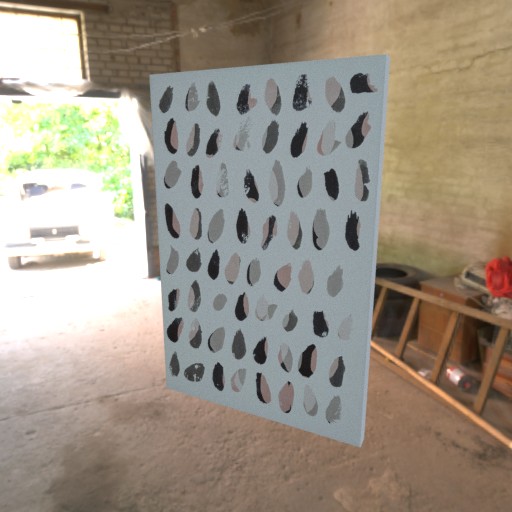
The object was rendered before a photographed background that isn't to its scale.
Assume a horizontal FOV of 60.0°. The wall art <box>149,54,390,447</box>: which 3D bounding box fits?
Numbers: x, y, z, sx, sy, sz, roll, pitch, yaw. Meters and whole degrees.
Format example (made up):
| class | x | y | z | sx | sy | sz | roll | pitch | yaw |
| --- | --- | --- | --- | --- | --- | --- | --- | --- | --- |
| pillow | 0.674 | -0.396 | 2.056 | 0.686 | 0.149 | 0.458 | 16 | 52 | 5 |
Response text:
| class | x | y | z | sx | sy | sz | roll | pitch | yaw |
| --- | --- | --- | --- | --- | --- | --- | --- | --- | --- |
| wall art | 0.000 | 0.000 | 1.153 | 0.610 | 0.916 | 0.037 | 7 | 16 | 26 |
